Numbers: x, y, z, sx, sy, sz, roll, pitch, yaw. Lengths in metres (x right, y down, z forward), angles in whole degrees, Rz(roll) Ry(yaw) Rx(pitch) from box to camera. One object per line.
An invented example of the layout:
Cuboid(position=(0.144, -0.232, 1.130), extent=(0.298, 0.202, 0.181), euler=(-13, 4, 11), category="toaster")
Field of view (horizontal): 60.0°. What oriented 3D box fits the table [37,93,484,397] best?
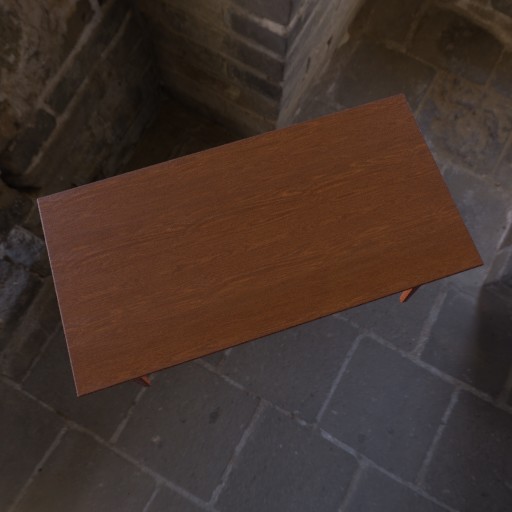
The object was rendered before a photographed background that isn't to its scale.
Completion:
Cuboid(position=(0.000, 0.000, 2.126), extent=(1.609, 0.755, 0.811), euler=(-17, 75, -5), category="table")
